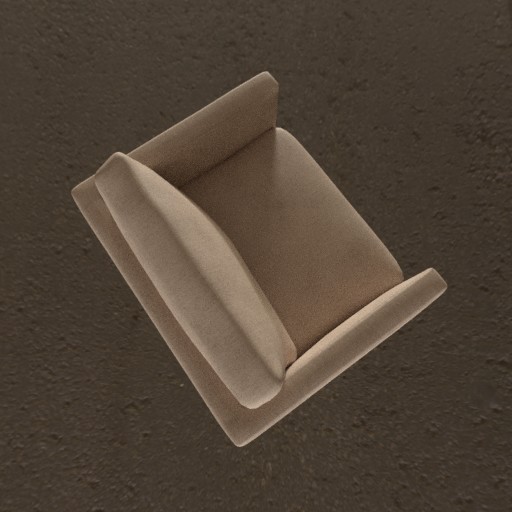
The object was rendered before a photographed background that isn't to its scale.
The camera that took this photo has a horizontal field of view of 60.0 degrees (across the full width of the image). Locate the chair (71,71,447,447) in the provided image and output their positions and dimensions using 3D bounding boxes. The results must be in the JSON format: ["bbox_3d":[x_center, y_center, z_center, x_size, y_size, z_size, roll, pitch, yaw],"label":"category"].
[{"bbox_3d":[0.000,0.000,1.876,0.959,0.961,1.133,-35,78,-9],"label":"chair"}]
